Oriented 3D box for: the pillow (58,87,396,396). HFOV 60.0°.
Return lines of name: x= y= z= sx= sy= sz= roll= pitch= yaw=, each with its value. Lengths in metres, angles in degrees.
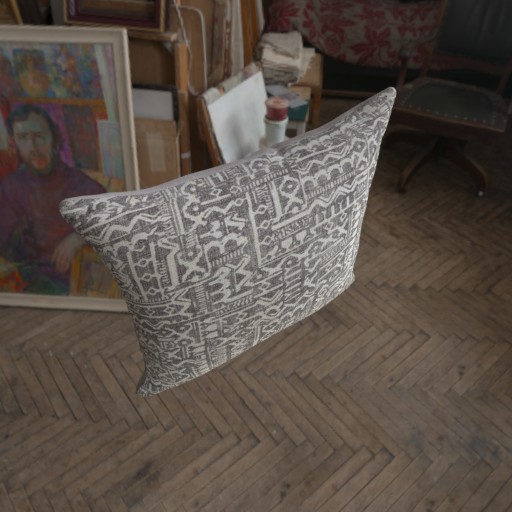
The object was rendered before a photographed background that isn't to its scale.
pillow: x=0.000 y=0.000 z=0.784 sx=0.546 sy=0.487 sz=0.180 roll=-25 pitch=52 yaw=-22
